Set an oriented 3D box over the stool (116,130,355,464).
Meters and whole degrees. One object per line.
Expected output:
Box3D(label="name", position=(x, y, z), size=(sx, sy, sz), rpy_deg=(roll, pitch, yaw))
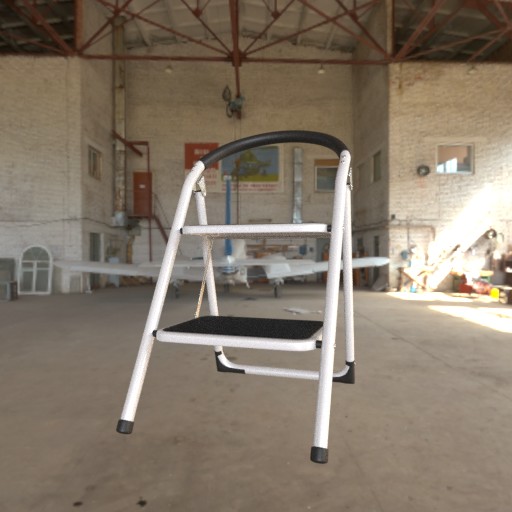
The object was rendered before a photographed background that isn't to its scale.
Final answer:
Box3D(label="stool", position=(0.000, 0.000, 1.122), size=(0.453, 0.760, 0.559), rpy_deg=(0, 1, 18))
